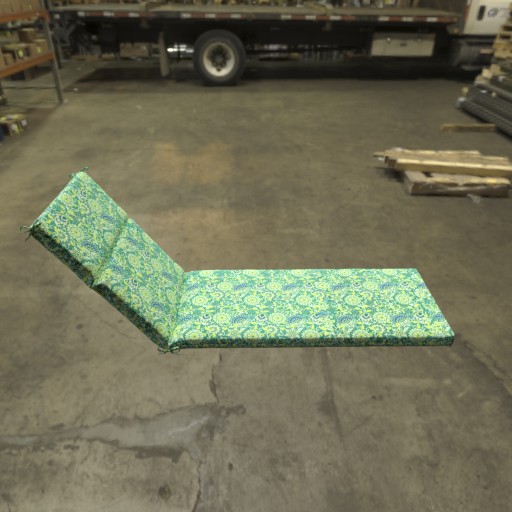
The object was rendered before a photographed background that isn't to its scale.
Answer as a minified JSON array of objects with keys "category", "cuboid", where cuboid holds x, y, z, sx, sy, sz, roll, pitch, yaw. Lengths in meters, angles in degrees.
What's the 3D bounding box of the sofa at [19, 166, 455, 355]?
[{"category":"sofa","cuboid":[0.000,0.000,1.919,1.663,0.622,0.582,0,32,-1]}]
